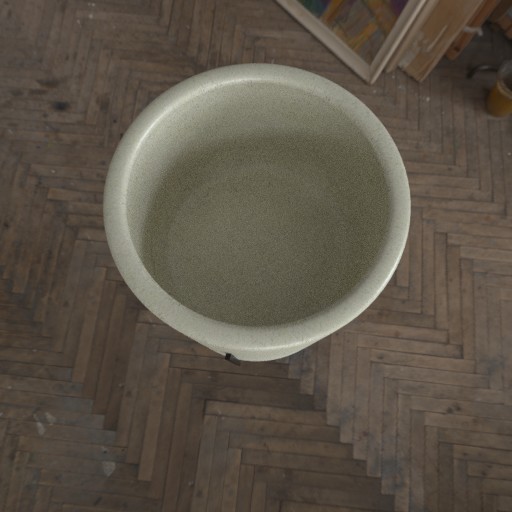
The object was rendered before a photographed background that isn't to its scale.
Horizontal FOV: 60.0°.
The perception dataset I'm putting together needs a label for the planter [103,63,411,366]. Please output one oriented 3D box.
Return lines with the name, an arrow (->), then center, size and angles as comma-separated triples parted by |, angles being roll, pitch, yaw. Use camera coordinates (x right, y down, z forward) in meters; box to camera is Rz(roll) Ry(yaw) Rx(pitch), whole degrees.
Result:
planter -> 0.000, 0.000, 0.695 | 0.324, 0.483, 0.333 | 12, 75, 3
